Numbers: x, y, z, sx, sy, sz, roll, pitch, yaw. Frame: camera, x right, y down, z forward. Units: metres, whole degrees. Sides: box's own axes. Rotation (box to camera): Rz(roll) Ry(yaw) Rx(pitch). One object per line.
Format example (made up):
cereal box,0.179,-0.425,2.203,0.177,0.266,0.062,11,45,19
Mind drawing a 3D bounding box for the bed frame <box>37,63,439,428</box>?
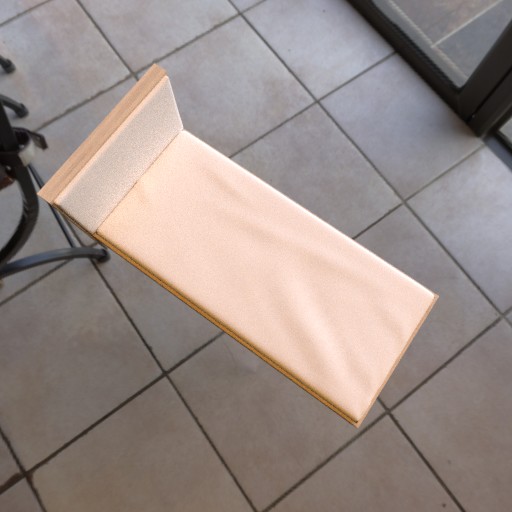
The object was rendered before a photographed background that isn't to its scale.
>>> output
bed frame,0.000,0.000,2.732,2.140,0.920,0.990,35,78,9
